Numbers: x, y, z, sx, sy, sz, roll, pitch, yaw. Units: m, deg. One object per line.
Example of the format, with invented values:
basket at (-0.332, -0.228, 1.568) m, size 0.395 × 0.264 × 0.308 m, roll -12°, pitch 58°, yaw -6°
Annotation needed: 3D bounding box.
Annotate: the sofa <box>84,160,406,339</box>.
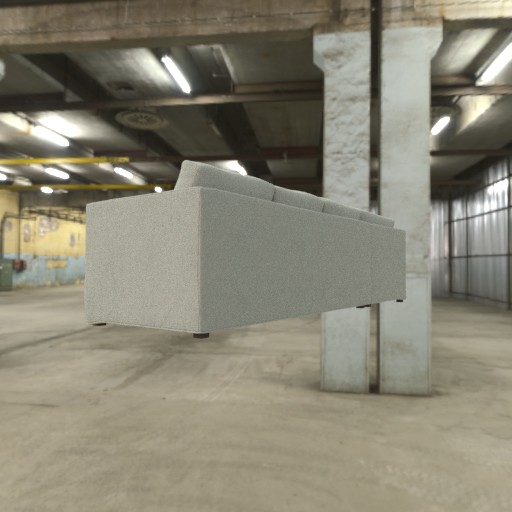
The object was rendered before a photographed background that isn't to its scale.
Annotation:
sofa at (0.000, 0.000, 3.848) m, size 1.650 × 0.922 × 3.205 m, roll -1°, pitch -2°, yaw 36°
